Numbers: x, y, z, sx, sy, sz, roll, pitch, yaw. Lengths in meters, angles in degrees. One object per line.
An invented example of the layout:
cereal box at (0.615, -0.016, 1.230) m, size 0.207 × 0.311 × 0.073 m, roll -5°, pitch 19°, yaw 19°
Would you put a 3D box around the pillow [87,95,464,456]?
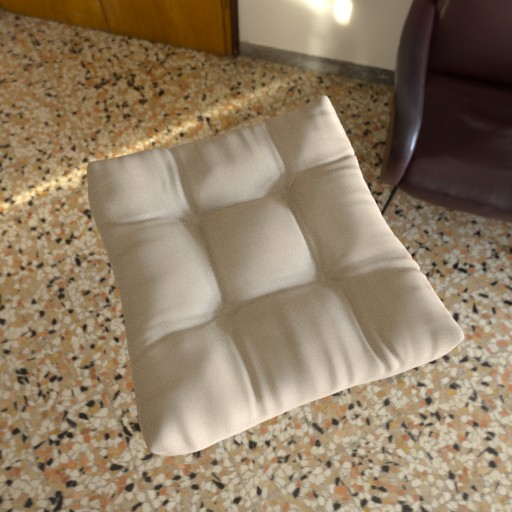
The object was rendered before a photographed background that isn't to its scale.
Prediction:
pillow at (0.000, 0.000, 0.715) m, size 0.468 × 0.128 × 0.490 m, roll -18°, pitch 65°, yaw -8°
